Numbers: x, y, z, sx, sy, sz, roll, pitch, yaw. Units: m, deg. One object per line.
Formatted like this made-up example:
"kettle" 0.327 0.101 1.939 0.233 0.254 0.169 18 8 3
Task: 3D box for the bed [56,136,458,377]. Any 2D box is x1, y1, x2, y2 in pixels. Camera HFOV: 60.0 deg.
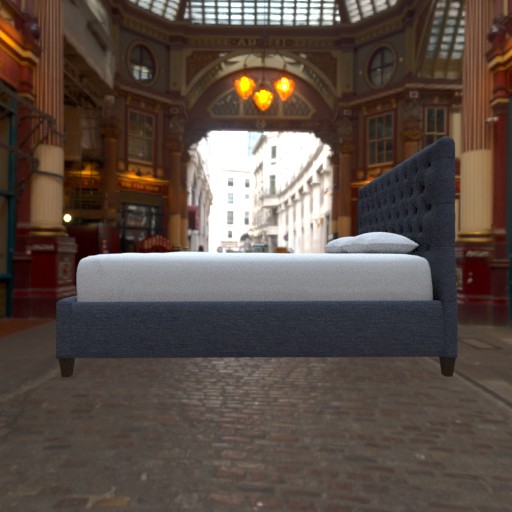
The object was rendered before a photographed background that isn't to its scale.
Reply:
"bed" 0.000 0.000 3.628 2.387 1.427 2.078 0 0 0
